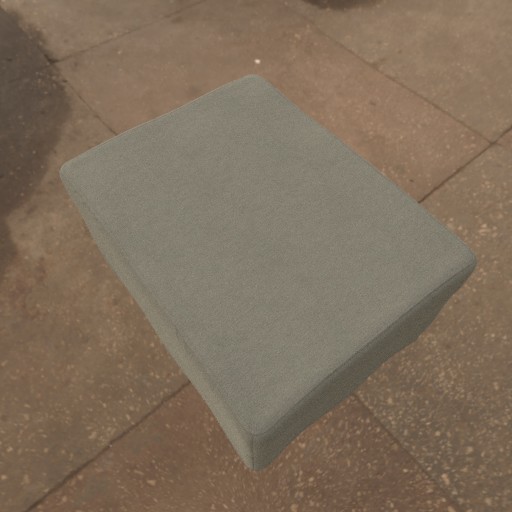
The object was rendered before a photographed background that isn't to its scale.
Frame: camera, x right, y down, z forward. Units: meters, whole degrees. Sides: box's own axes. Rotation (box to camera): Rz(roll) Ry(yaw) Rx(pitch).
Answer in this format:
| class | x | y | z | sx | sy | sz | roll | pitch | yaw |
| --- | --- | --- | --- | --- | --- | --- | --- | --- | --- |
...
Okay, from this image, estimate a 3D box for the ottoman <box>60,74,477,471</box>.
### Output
| class | x | y | z | sx | sy | sz | roll | pitch | yaw |
| --- | --- | --- | --- | --- | --- | --- | --- | --- | --- |
| ottoman | 0.000 | 0.000 | 1.217 | 0.648 | 0.461 | 0.833 | -33 | 64 | -19 |
